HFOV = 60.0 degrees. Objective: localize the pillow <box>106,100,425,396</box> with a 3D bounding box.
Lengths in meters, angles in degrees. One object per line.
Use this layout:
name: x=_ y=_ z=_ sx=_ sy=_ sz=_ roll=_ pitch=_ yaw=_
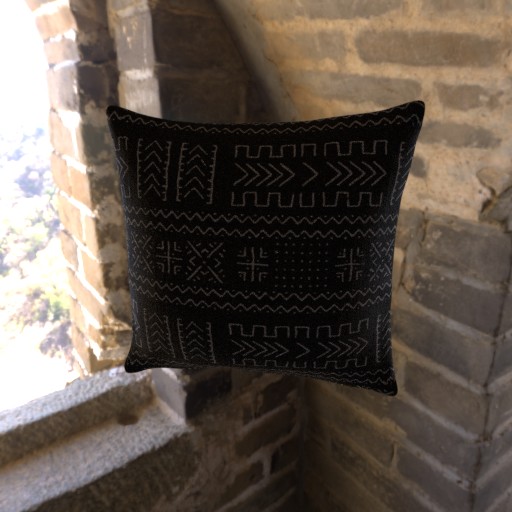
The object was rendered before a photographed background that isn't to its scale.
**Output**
pillow: x=0.000 y=0.000 z=0.651 sx=0.438 sy=0.430 sz=0.164 roll=2 pitch=17 yaw=8
